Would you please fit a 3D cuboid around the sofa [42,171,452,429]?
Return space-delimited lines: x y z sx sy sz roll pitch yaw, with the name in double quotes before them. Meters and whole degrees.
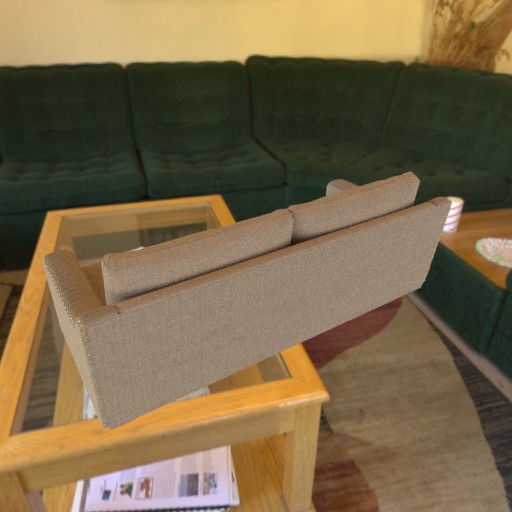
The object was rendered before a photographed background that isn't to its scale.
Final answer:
"sofa" 0.000 0.000 2.663 2.208 0.857 1.000 -18 35 -28
